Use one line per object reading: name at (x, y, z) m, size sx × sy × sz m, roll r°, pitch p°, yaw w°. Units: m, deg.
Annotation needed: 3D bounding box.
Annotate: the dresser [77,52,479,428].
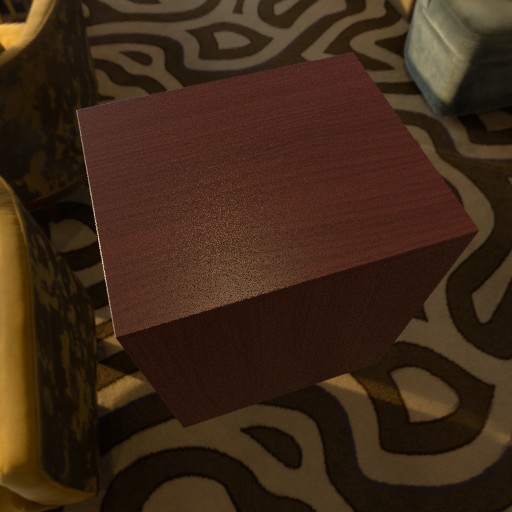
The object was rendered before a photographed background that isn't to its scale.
dresser at (0.000, 0.000, 0.745) m, size 0.400 × 0.470 × 0.360 m, roll -16°, pitch 60°, yaw -9°
